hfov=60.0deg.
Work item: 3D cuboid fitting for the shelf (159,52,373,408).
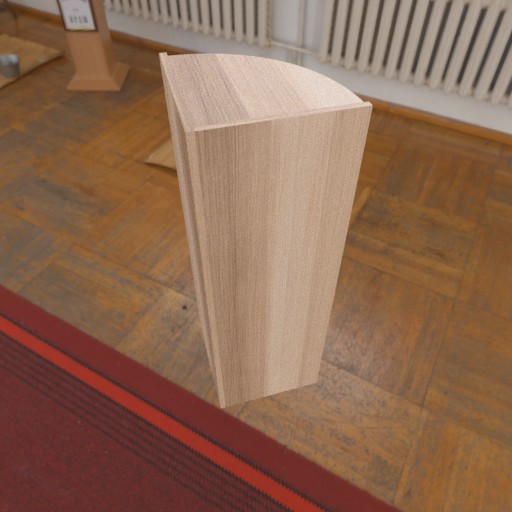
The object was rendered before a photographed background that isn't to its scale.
[{"bbox_3d":[0.000,0.000,1.062,0.290,0.872,0.290,-12,47,-11],"label":"shelf"}]
